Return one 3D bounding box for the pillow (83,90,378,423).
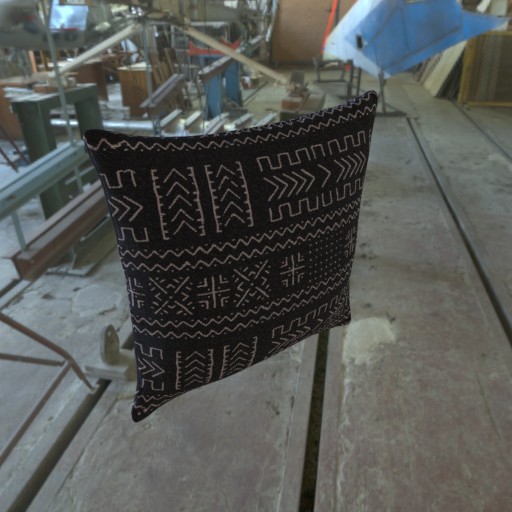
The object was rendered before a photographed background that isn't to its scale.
[{"bbox_3d":[0.000,0.000,0.656,0.438,0.430,0.164,-18,34,-29],"label":"pillow"}]
